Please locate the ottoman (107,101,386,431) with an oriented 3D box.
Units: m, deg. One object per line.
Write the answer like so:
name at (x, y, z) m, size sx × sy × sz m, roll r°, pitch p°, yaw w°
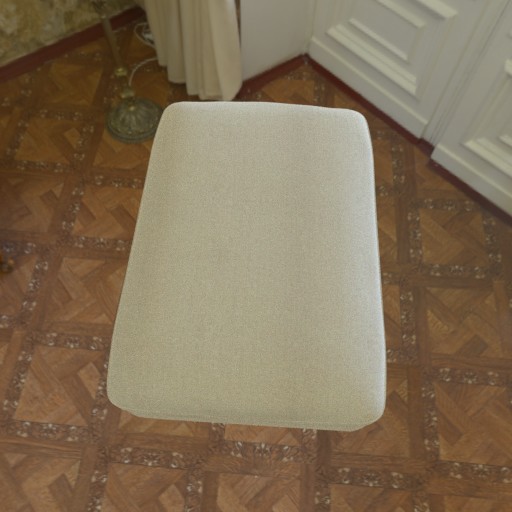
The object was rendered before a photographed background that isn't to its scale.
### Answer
ottoman at (0.000, 0.000, 1.372) m, size 0.686 × 0.453 × 0.984 m, roll 3°, pitch 64°, yaw 2°
